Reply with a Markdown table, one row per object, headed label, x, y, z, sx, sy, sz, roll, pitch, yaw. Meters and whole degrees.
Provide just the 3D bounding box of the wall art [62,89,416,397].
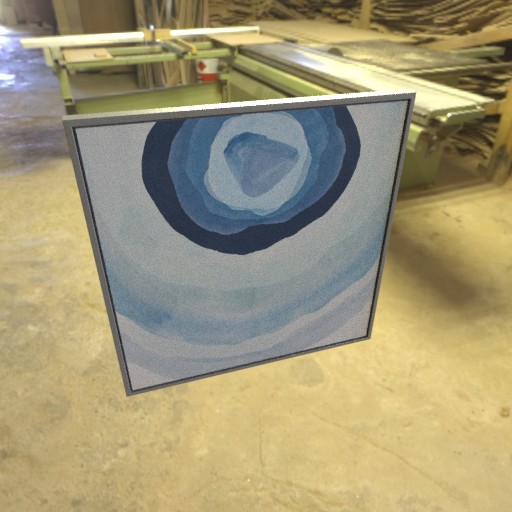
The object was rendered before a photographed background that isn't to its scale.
| label | x | y | z | sx | sy | sz | roll | pitch | yaw |
| --- | --- | --- | --- | --- | --- | --- | --- | --- | --- |
| wall art | 0.000 | 0.000 | 1.203 | 0.809 | 0.807 | 0.038 | -10 | 34 | -15 |
